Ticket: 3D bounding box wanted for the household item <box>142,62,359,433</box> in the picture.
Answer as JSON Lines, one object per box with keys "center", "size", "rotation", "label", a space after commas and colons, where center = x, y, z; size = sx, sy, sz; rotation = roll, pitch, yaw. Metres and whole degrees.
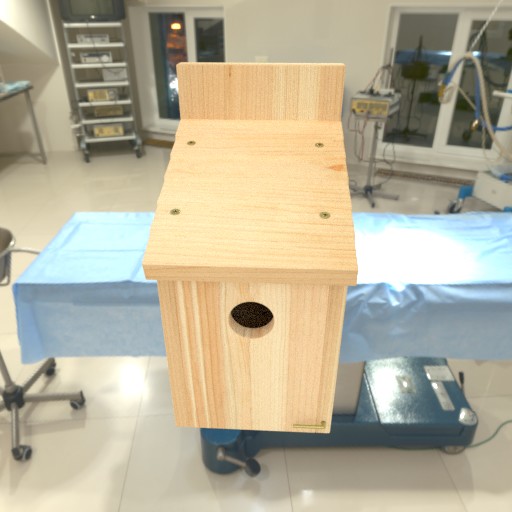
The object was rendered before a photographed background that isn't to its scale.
{"center": [0.000, 0.000, 0.395], "size": [0.149, 0.300, 0.171], "rotation": [2, 30, 3], "label": "household item"}
